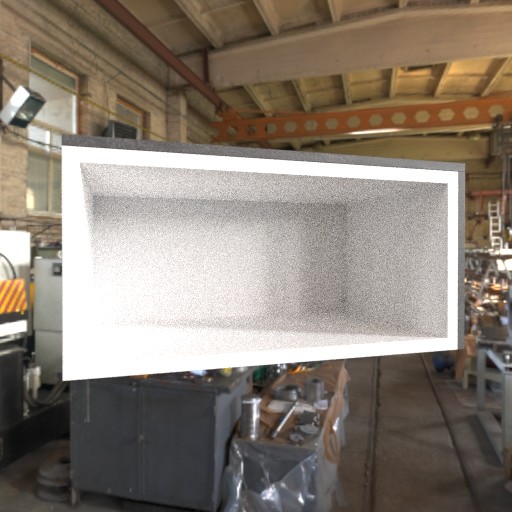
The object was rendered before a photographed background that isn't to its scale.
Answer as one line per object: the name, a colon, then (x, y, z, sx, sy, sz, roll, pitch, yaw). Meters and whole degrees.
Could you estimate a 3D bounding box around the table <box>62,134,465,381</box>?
table: (0.000, 0.000, 0.922, 0.700, 0.350, 0.400, 0, 0, -17)
